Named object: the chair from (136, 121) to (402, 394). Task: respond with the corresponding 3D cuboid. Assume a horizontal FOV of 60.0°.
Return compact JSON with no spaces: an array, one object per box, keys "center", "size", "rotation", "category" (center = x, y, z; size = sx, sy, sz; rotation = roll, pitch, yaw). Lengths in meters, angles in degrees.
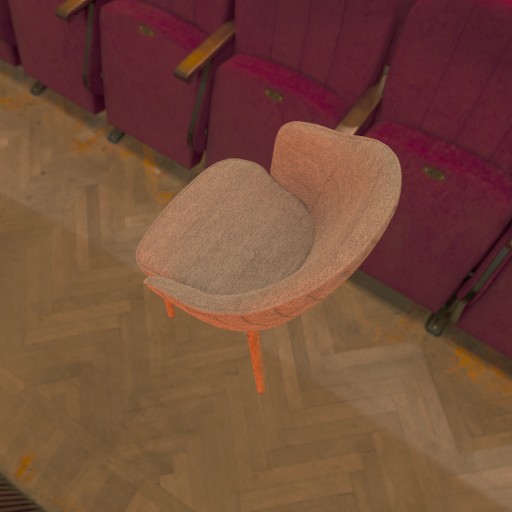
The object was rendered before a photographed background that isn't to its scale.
[{"center":[0.000,0.000,1.164],"size":[0.530,0.800,0.540],"rotation":[32,67,15],"category":"chair"}]
